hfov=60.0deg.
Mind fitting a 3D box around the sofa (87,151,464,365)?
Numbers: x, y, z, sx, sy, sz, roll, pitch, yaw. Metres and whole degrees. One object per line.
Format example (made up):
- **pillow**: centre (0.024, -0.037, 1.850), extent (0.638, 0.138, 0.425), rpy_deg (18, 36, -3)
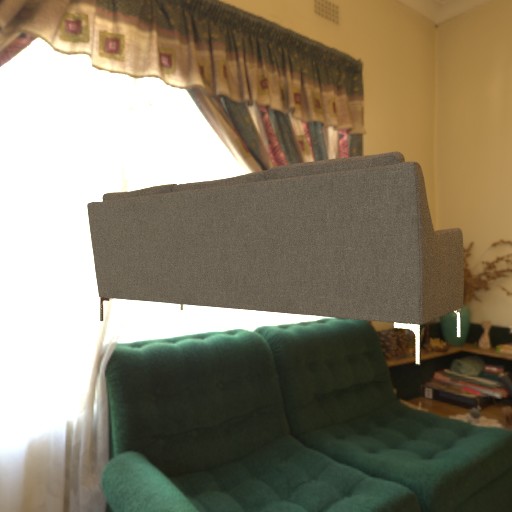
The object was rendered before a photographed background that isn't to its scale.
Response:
- **sofa**: centre (0.000, 0.000, 2.533), extent (2.060, 0.837, 0.849), rpy_deg (0, 0, 36)
